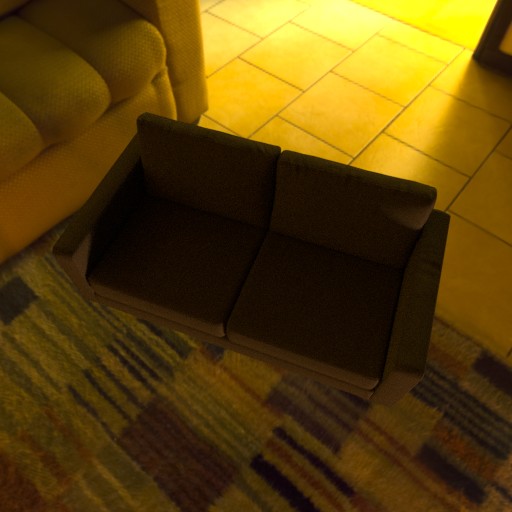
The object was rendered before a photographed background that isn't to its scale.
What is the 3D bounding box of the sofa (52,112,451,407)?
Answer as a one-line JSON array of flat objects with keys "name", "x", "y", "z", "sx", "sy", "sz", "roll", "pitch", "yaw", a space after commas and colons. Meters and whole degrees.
[{"name": "sofa", "x": 0.000, "y": 0.000, "z": 2.293, "sx": 1.730, "sy": 0.897, "sz": 0.889, "roll": 17, "pitch": 59, "yaw": 11}]
